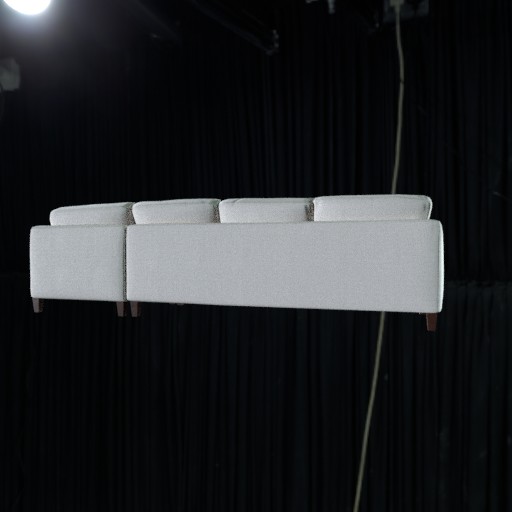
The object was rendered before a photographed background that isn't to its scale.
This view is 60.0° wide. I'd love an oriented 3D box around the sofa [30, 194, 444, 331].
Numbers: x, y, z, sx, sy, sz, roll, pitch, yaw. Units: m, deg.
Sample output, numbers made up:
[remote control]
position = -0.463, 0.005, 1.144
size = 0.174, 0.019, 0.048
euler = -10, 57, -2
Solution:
[sofa]
position = 0.000, 0.000, 4.525
size = 3.302, 0.947, 2.593
euler = 0, 1, 16
